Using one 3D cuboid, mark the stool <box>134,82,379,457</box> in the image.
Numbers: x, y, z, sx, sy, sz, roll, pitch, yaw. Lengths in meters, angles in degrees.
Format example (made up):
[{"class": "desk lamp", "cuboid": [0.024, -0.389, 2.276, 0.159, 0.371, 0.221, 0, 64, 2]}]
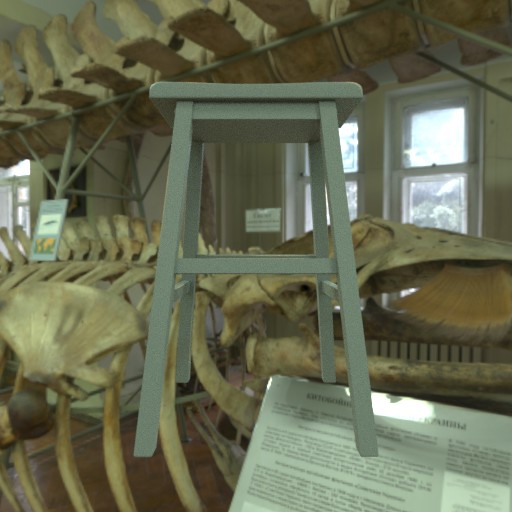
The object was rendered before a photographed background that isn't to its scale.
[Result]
[{"class": "stool", "cuboid": [0.000, 0.000, 1.054, 0.457, 0.737, 0.476, 0, 2, 0]}]
